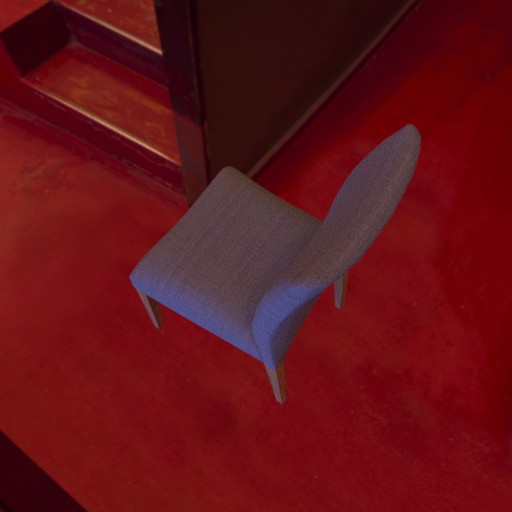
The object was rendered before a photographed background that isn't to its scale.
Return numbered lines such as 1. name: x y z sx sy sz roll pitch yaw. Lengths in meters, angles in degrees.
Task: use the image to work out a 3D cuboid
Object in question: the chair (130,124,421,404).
1. chair: 0.000 0.000 1.268 0.585 0.940 0.496 30 66 15
